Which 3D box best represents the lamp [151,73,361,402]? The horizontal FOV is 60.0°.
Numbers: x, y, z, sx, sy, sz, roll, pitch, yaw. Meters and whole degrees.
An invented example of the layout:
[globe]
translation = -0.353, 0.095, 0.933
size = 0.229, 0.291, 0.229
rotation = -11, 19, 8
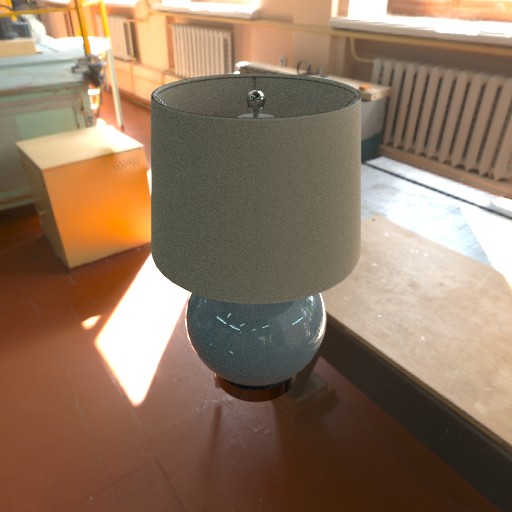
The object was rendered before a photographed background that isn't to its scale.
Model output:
[lamp]
translation = 0.000, 0.000, 0.543
size = 0.247, 0.387, 0.247
rotation = 0, 32, 0
